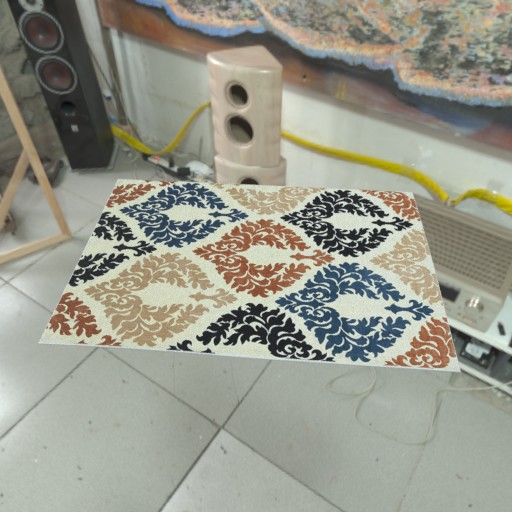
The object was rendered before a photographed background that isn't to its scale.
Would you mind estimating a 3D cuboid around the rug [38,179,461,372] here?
[{"bbox_3d":[0.000,0.000,2.885,2.275,0.014,1.514,3,46,3],"label":"rug"}]
